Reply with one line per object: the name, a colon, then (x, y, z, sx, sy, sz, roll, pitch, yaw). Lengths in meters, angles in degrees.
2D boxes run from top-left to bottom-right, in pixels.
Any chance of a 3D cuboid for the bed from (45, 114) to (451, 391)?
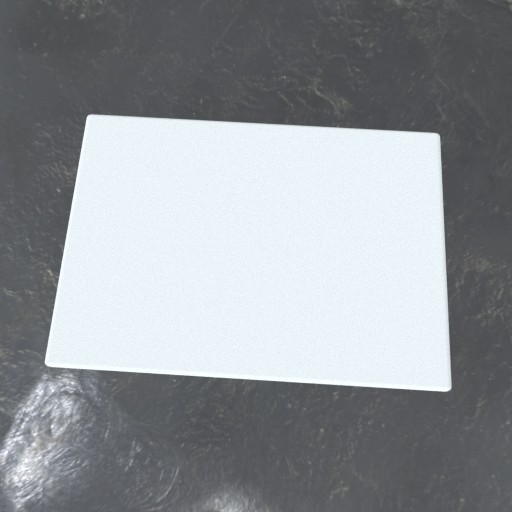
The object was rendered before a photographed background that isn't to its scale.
bed: (0.000, 0.000, 2.520, 1.927, 0.616, 1.348, 3, 76, 1)
